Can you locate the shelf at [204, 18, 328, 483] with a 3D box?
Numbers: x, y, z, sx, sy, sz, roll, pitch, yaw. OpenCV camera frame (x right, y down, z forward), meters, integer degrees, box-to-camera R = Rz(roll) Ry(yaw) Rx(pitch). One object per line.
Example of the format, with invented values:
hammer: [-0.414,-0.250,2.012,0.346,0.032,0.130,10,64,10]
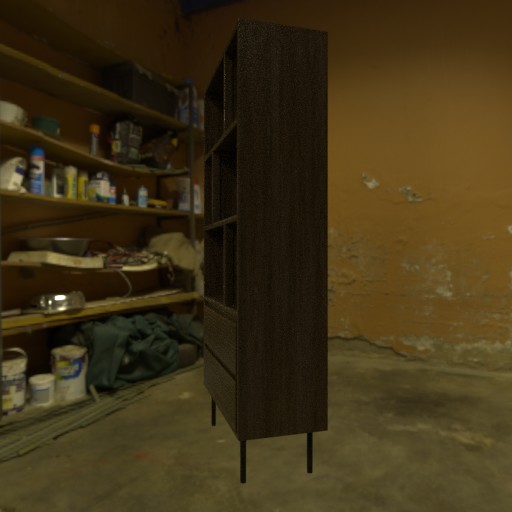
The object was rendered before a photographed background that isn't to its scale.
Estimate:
shelf: [0.000,0.000,1.803,0.323,1.545,0.670,0,0,-16]
